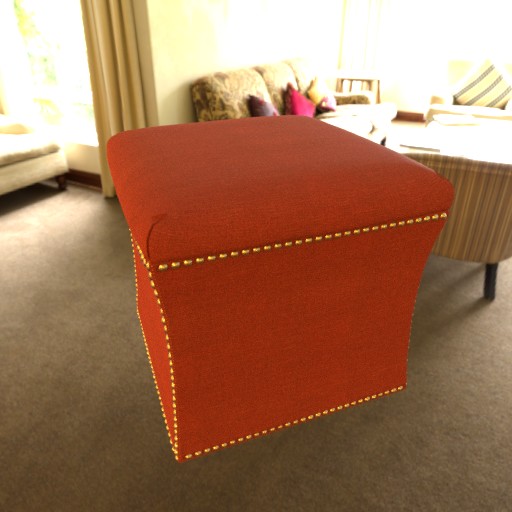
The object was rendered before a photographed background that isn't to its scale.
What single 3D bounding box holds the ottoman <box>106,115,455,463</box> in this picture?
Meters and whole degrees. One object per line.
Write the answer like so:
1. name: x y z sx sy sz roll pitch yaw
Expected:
1. ottoman: 0.000 0.000 0.896 0.497 0.475 0.507 -11 31 -18
